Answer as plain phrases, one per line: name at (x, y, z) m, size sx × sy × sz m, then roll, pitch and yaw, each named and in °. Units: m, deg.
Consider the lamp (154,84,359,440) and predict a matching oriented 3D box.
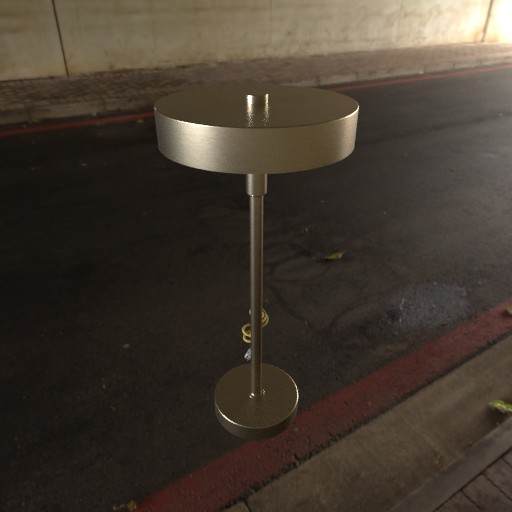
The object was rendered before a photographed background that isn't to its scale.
lamp at (0.000, 0.000, 0.689) m, size 0.229 × 0.508 × 0.369 m, roll 0°, pitch 31°, yaw 0°
